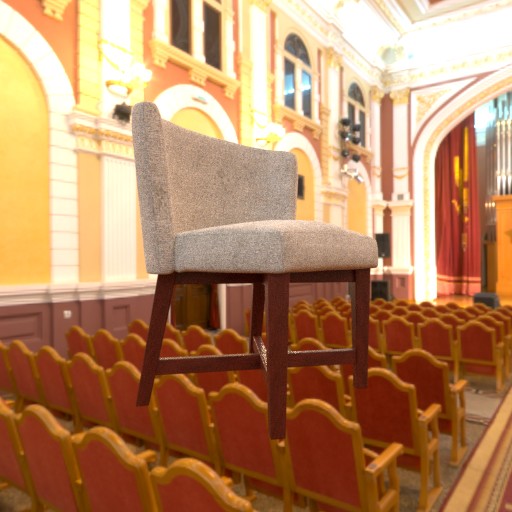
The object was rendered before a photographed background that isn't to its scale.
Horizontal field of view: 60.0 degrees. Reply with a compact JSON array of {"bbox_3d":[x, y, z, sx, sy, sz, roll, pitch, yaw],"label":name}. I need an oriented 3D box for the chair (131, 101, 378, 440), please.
[{"bbox_3d":[0.000,0.000,1.325,0.575,0.827,0.728,0,0,36],"label":"chair"}]
